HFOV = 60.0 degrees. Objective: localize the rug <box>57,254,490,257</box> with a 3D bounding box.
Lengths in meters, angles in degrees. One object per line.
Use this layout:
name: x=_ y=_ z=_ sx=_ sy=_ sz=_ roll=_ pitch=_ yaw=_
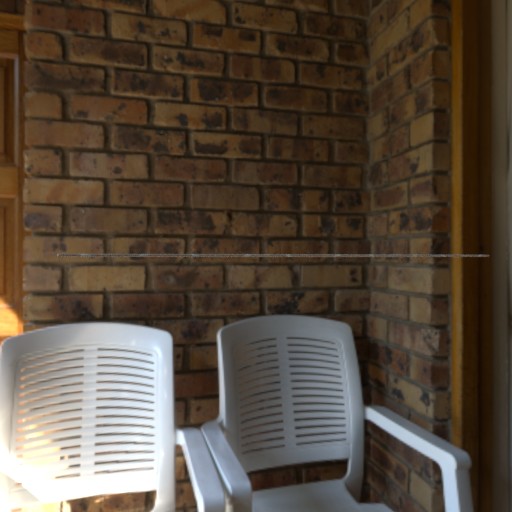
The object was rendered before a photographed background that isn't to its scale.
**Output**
rug: x=0.000 y=0.000 z=2.742 sx=2.134 sy=0.010 sz=1.524 roll=0 pitch=0 yaw=-20
